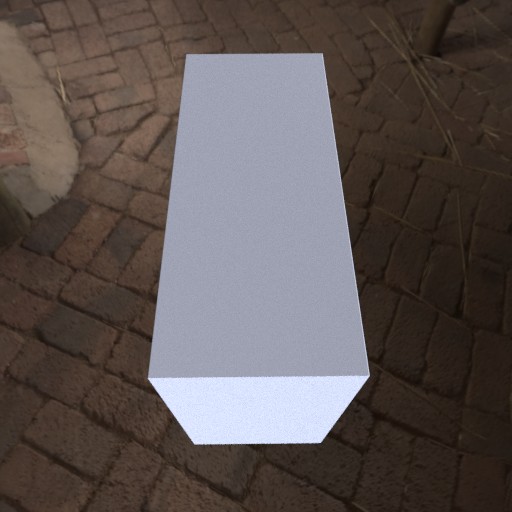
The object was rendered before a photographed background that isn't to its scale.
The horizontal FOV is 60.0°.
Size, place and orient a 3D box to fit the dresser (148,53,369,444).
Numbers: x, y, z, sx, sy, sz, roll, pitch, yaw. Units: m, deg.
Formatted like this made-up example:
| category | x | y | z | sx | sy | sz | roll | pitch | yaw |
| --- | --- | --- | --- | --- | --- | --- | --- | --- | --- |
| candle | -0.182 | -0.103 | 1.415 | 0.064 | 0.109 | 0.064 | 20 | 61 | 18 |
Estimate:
| category | x | y | z | sx | sy | sz | roll | pitch | yaw |
| --- | --- | --- | --- | --- | --- | --- | --- | --- | --- |
| dresser | 0.000 | 0.000 | 1.556 | 0.460 | 0.820 | 1.100 | -1 | 58 | 0 |
